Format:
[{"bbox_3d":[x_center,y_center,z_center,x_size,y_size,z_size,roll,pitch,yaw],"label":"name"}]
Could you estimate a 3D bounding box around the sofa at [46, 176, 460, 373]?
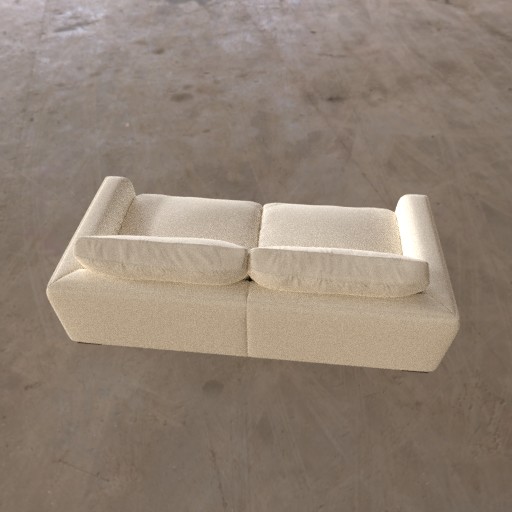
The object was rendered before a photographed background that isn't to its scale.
[{"bbox_3d":[0.000,0.000,2.818,2.262,0.801,1.070,4,47,4],"label":"sofa"}]
